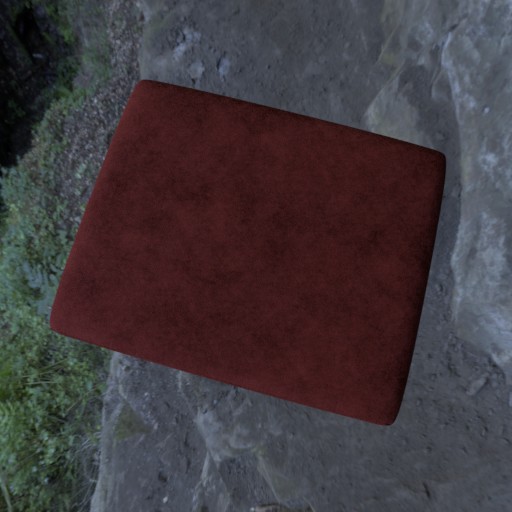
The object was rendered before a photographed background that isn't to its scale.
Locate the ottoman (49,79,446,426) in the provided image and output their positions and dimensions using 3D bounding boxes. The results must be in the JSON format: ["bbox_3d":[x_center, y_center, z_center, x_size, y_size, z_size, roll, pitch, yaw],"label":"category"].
[{"bbox_3d":[0.000,0.000,1.177,0.782,0.462,0.650,15,78,3],"label":"ottoman"}]
